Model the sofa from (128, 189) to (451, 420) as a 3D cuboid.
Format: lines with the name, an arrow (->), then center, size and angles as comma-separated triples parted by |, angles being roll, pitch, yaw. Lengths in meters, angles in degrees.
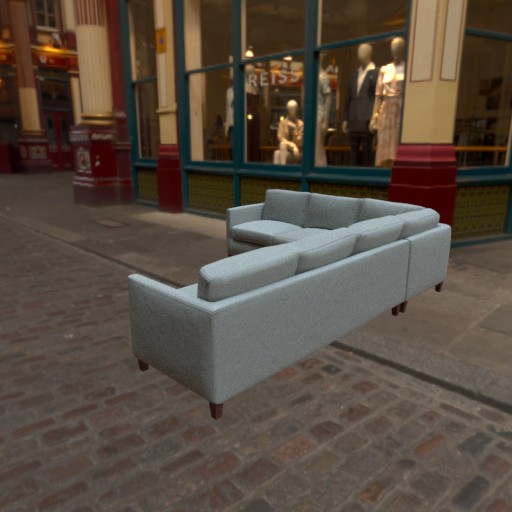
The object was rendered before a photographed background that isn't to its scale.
sofa -> 0.000, 0.000, 4.433 | 2.592, 0.947, 3.301 | 14, 21, 43
